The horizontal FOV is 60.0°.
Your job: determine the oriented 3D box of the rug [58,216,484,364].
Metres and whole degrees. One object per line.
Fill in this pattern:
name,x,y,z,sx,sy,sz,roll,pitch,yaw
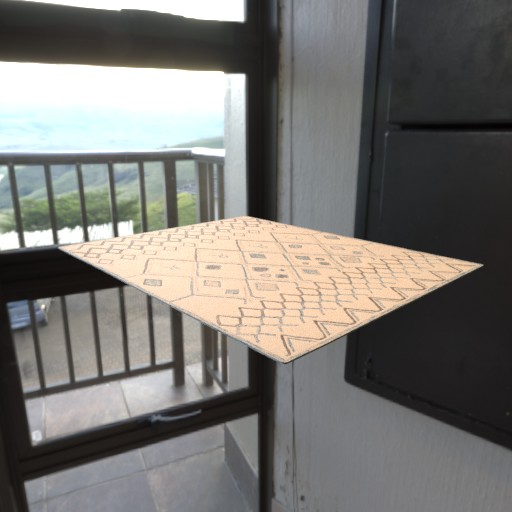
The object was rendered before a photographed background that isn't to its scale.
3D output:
rug,0.000,0.000,4.034,2.441,0.013,3.056,-14,21,-41
